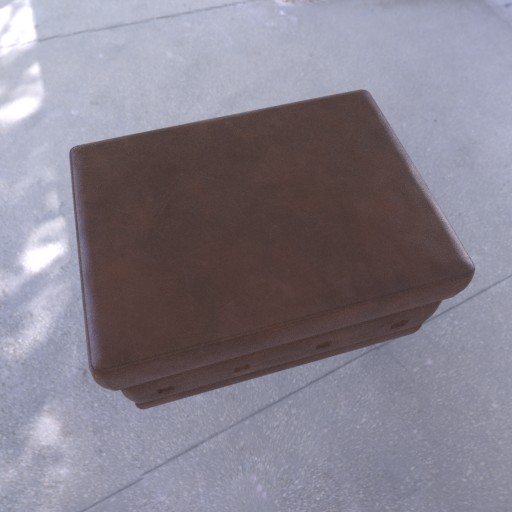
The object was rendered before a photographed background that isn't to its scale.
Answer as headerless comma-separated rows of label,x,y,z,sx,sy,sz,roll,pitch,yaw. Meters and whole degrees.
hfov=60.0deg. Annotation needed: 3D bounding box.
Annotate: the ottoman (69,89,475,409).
ottoman,0.000,0.000,1.177,0.795,0.509,0.588,-14,61,-8
